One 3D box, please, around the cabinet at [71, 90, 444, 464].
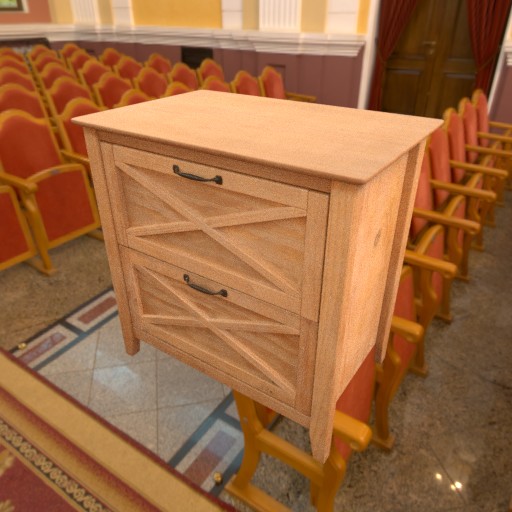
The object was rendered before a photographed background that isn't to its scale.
[{"bbox_3d":[0.000,0.000,1.261,0.763,0.762,0.503,19,35,29],"label":"cabinet"}]
